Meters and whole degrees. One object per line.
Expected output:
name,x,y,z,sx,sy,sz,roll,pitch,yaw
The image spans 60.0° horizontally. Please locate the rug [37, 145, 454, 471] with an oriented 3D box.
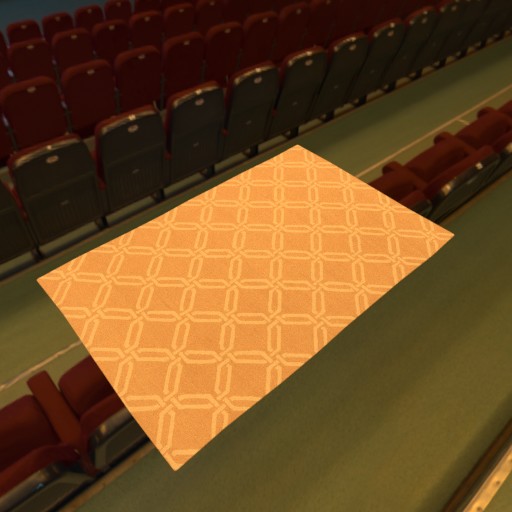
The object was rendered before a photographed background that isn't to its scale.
rug,0.000,0.000,2.173,1.745,0.010,1.146,-33,54,-27
